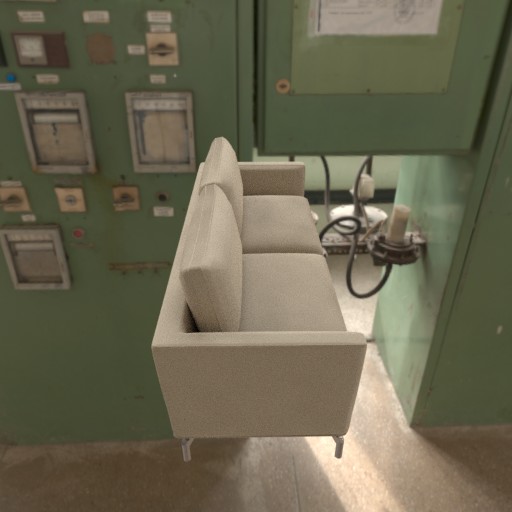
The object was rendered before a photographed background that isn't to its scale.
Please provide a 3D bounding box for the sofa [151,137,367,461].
[{"bbox_3d":[0.000,0.000,2.790,0.868,1.005,2.214,-1,31,-1],"label":"sofa"}]
